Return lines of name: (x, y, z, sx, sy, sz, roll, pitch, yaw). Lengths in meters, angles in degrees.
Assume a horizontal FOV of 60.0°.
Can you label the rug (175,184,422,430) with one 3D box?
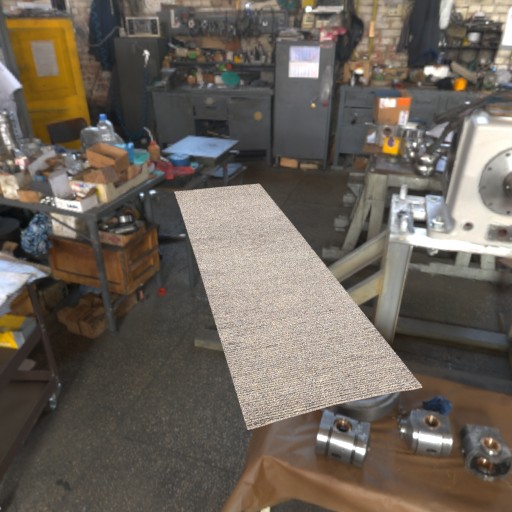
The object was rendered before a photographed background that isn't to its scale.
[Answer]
rug: (0.000, 0.000, 2.589, 0.697, 0.013, 2.335, -8, 30, -13)
